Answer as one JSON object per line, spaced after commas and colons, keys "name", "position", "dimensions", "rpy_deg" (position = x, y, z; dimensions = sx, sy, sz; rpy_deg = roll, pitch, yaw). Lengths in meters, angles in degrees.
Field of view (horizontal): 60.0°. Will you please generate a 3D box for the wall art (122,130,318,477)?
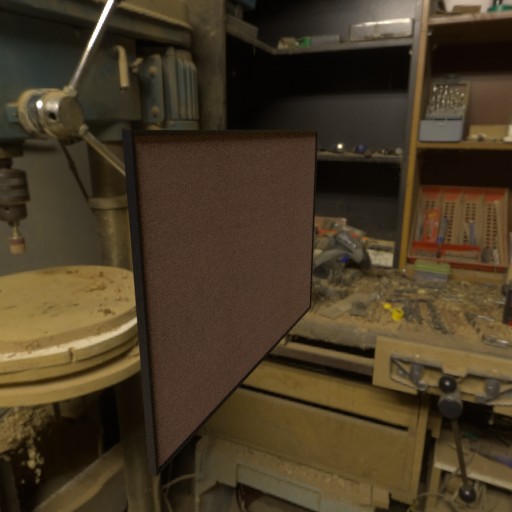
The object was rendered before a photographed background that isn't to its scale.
{"name": "wall art", "position": [0.000, 0.000, 1.207], "dimensions": [0.019, 0.660, 0.957], "rpy_deg": [7, 17, 24]}
